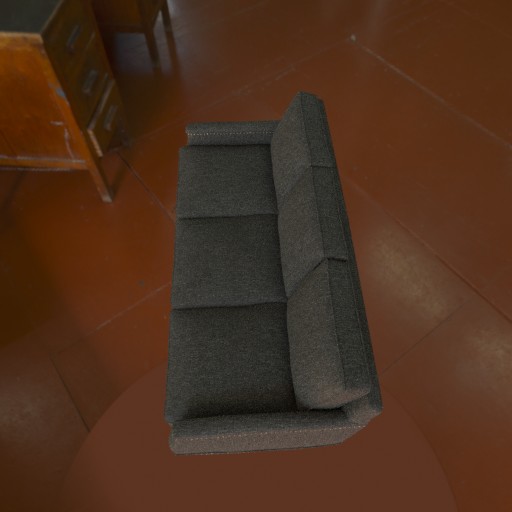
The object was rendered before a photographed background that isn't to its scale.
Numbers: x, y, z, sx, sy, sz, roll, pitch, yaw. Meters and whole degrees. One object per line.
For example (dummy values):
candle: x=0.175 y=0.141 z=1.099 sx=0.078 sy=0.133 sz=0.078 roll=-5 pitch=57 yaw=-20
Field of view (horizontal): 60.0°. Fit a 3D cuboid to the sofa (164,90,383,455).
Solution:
sofa: x=0.000 y=0.000 z=2.870 sx=1.084 sy=1.003 sz=2.246 roll=-2 pitch=58 yaw=-2
